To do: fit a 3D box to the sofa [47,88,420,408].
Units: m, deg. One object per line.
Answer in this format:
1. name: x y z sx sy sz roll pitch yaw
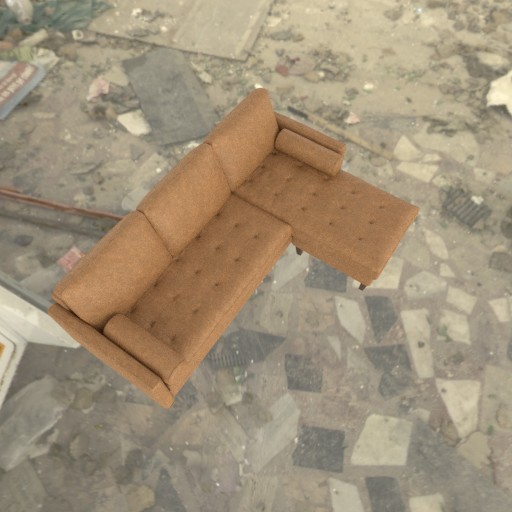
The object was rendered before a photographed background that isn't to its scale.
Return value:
1. sofa: 0.000 0.000 2.969 1.506 0.876 2.178 30 64 17
